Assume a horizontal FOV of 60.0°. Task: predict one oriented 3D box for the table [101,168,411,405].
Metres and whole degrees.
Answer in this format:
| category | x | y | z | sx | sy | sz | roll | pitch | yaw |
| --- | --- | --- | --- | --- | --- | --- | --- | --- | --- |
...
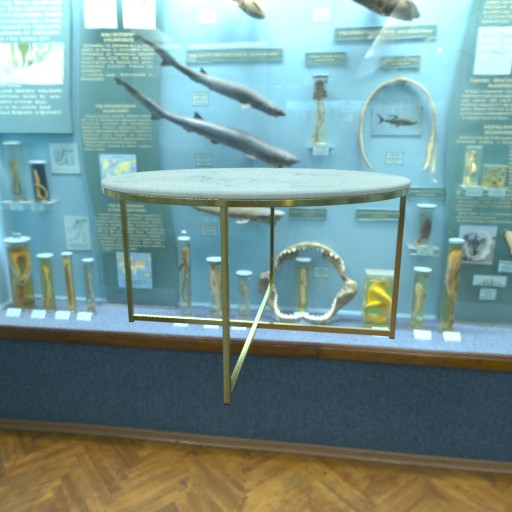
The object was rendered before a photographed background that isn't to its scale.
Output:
| category | x | y | z | sx | sy | sz | roll | pitch | yaw |
| --- | --- | --- | --- | --- | --- | --- | --- | --- | --- |
| table | 0.000 | 0.000 | 1.261 | 0.800 | 0.450 | 0.800 | 0 | 14 | 0 |
